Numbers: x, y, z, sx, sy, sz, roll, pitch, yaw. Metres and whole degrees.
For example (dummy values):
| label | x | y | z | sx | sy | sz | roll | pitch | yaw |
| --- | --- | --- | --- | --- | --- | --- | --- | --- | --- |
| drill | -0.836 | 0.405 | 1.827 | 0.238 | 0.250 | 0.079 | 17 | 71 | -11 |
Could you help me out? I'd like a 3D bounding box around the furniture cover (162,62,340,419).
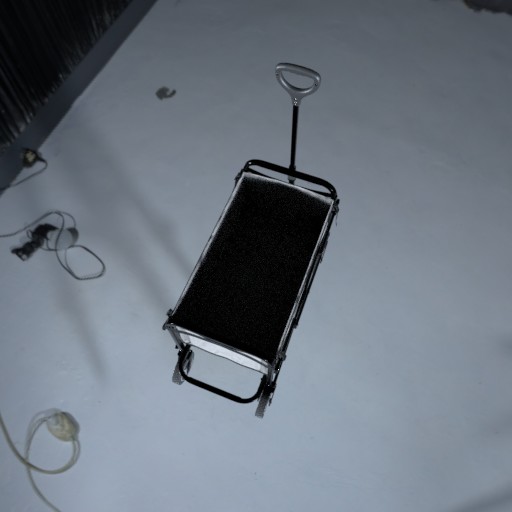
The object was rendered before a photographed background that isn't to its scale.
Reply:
| label | x | y | z | sx | sy | sz | roll | pitch | yaw |
| --- | --- | --- | --- | --- | --- | --- | --- | --- | --- |
| furniture cover | 0.000 | 0.000 | 1.824 | 0.532 | 1.295 | 1.038 | 19 | 65 | 9 |
